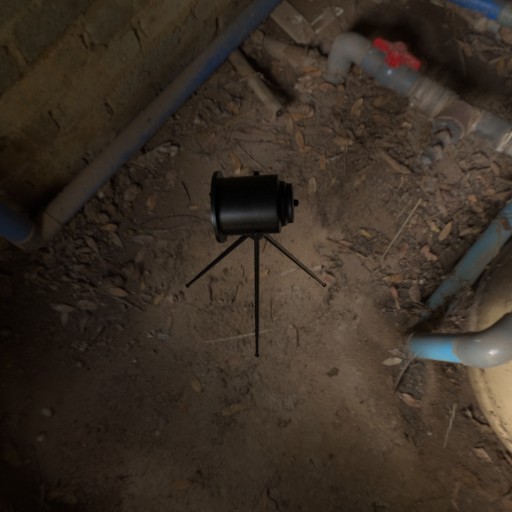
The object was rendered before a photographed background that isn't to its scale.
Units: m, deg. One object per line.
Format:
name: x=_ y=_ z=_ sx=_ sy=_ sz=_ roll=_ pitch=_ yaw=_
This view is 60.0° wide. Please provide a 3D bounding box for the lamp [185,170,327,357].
lamp: x=0.000 y=0.000 z=2.068 sx=0.884 sy=1.504 sz=0.879 roll=0 pitch=75 yaw=0
